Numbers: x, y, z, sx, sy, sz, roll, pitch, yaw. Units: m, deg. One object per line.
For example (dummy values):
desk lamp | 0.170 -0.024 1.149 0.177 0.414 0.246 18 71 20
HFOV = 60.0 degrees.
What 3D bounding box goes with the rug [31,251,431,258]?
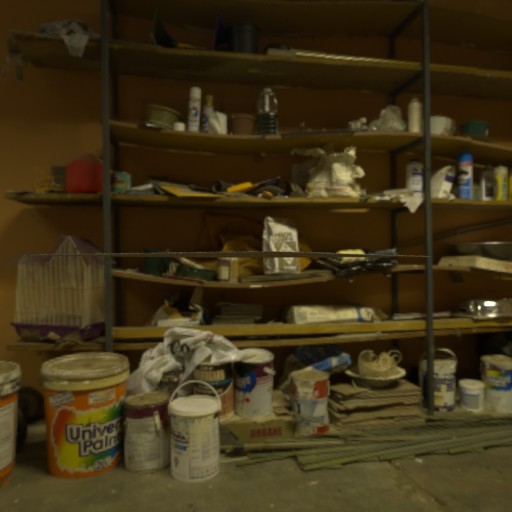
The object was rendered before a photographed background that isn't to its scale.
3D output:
rug | 0.000 0.000 4.254 2.443 0.007 3.200 0 -1 35
